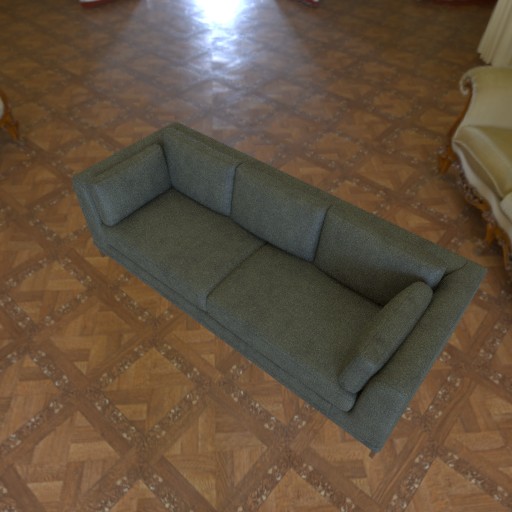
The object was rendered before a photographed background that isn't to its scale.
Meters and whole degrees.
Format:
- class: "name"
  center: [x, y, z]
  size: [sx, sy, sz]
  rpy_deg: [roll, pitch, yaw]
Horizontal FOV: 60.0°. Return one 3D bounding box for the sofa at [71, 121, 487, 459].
- class: "sofa"
  center: [0.000, 0.000, 2.855]
  size: [2.415, 0.867, 0.969]
  rpy_deg: [31, 54, 26]
